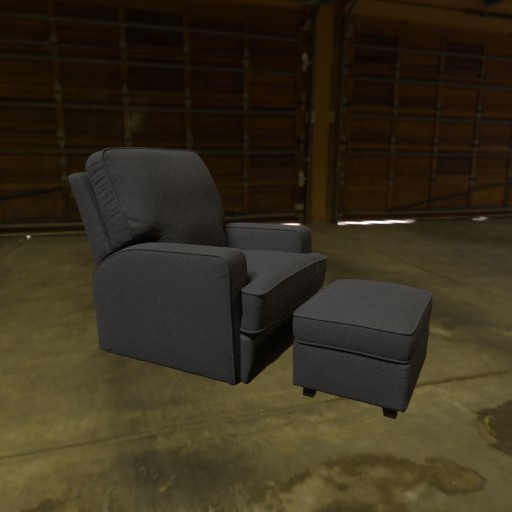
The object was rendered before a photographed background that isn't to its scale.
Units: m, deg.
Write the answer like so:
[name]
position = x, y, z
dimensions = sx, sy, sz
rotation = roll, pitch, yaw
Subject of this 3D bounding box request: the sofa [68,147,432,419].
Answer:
[sofa]
position = 0.000, 0.000, 1.997
dimensions = 1.472, 0.959, 0.861
rotation = 6, 14, 27
